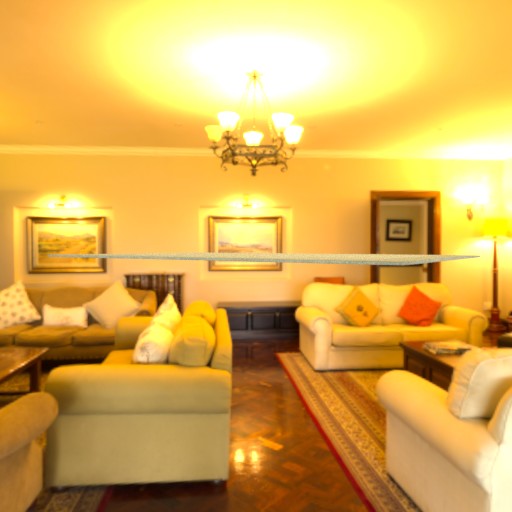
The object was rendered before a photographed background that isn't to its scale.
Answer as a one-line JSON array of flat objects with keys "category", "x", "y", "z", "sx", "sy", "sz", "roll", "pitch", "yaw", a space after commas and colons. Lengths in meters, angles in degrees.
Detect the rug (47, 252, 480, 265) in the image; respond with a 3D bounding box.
[{"category": "rug", "x": 0.000, "y": 0.000, "z": 2.937, "sx": 2.438, "sy": 0.014, "sz": 1.524, "roll": 1, "pitch": 1, "yaw": 36}]
